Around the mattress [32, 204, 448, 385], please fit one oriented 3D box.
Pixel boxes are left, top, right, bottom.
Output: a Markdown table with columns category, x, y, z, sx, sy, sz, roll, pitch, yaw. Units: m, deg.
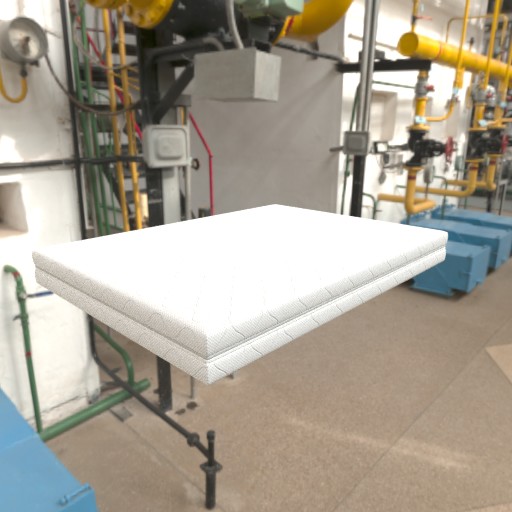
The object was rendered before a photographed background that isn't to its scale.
| category | x | y | z | sx | sy | sz | roll | pitch | yaw |
| --- | --- | --- | --- | --- | --- | --- | --- | --- | --- |
| mattress | 0.000 | 0.000 | 2.501 | 1.400 | 0.200 | 1.900 | 15 | 22 | 42 |
